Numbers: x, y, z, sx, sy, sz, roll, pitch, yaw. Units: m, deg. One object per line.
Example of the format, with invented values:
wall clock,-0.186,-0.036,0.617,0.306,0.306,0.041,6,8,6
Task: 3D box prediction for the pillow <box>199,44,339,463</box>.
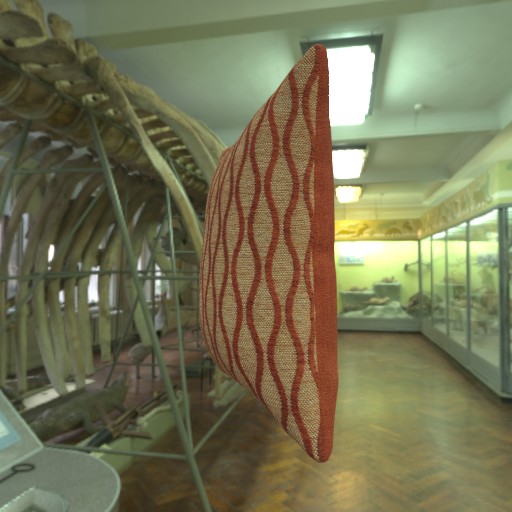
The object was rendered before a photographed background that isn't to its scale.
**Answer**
pillow,0.000,0.000,0.653,0.159,0.434,0.429,1,-2,-18
